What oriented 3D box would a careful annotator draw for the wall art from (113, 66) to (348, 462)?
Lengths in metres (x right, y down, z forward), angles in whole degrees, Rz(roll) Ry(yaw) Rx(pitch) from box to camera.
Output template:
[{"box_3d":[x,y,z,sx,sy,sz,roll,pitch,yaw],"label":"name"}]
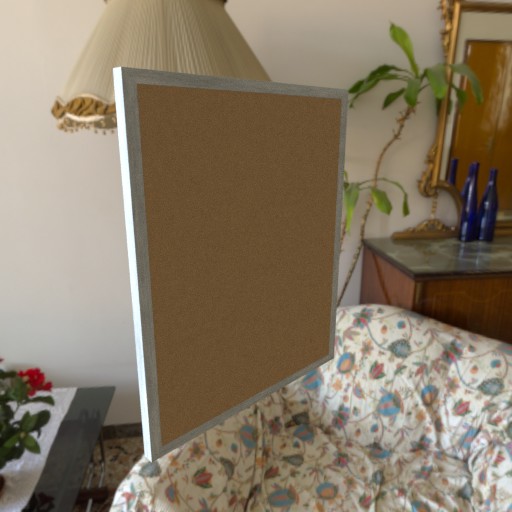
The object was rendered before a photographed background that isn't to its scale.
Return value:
[{"box_3d":[0.000,0.000,0.790,0.479,0.582,0.022,-15,22,-42],"label":"wall art"}]
